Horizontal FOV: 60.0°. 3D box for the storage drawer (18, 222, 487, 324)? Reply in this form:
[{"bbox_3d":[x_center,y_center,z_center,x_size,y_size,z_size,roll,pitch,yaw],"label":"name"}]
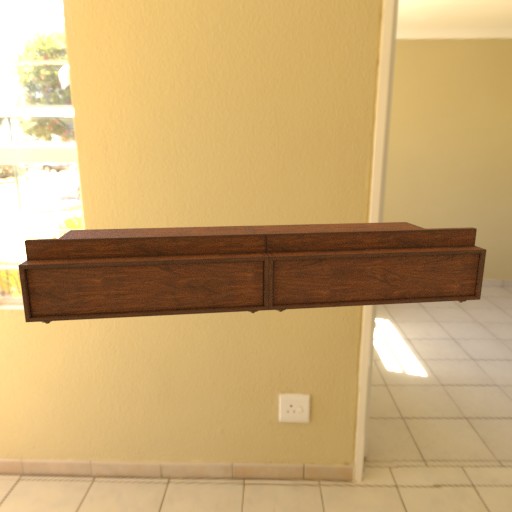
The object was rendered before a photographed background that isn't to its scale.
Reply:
[{"bbox_3d":[0.000,0.000,2.190,1.914,0.339,0.774,-2,14,-8],"label":"storage drawer"}]
